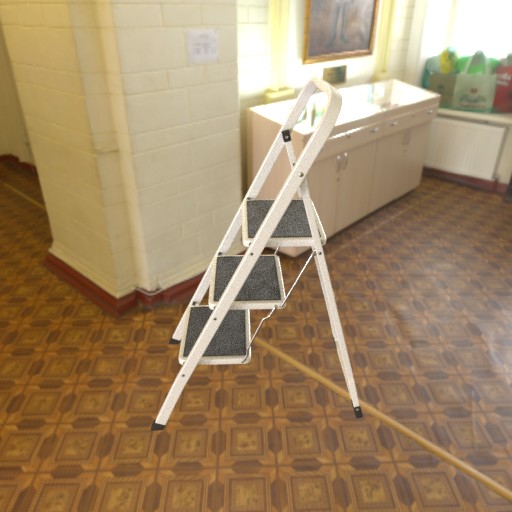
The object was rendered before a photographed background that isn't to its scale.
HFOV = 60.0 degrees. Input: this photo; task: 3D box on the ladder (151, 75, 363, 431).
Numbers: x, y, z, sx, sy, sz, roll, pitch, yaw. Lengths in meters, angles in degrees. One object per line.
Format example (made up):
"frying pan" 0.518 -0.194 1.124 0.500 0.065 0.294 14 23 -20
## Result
"ladder" 0.000 0.000 1.418 0.711 1.050 0.460 -1 29 -2
